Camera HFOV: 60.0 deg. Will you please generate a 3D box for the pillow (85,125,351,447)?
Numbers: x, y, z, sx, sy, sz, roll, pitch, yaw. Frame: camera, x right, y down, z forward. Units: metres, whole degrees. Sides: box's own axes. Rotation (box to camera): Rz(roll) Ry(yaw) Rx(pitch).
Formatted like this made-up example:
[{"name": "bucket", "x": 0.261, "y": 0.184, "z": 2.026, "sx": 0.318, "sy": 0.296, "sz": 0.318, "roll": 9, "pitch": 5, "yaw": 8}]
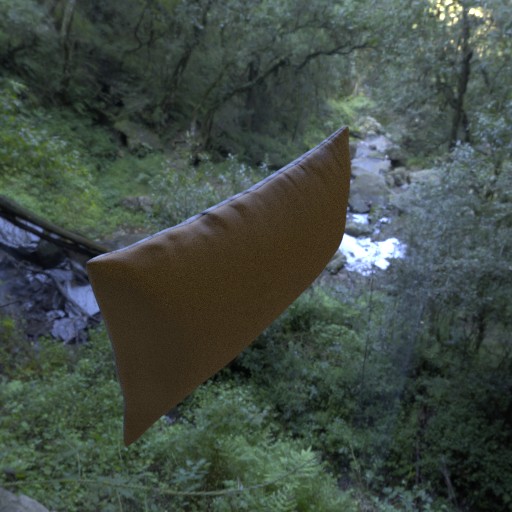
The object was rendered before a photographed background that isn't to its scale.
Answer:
[{"name": "pillow", "x": 0.000, "y": 0.000, "z": 0.726, "sx": 0.151, "sy": 0.291, "sz": 0.608, "roll": 20, "pitch": 37, "yaw": 29}]
